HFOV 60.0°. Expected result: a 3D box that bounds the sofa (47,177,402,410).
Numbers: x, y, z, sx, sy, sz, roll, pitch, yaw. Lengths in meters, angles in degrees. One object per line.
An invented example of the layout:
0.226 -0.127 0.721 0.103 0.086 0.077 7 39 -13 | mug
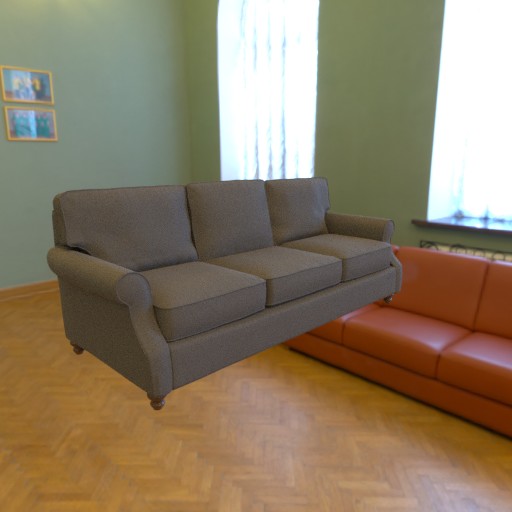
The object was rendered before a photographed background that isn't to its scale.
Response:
0.000 0.000 2.858 0.966 0.948 2.353 12 18 43 | sofa
